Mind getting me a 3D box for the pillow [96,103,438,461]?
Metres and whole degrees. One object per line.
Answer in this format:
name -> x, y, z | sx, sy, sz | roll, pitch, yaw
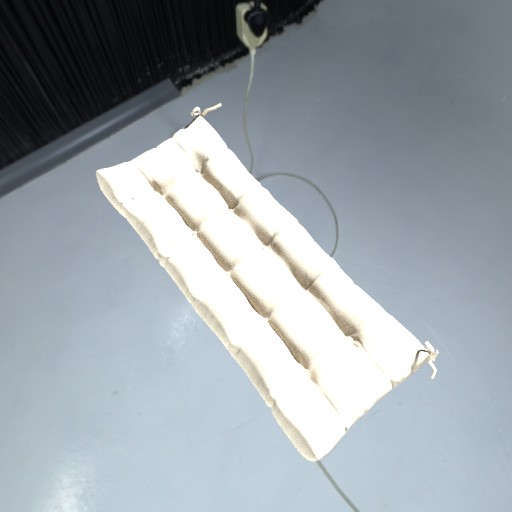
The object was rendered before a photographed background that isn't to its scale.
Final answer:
pillow -> 0.000, 0.000, 1.380 | 0.511, 0.174, 1.194 | -35, 69, -16
